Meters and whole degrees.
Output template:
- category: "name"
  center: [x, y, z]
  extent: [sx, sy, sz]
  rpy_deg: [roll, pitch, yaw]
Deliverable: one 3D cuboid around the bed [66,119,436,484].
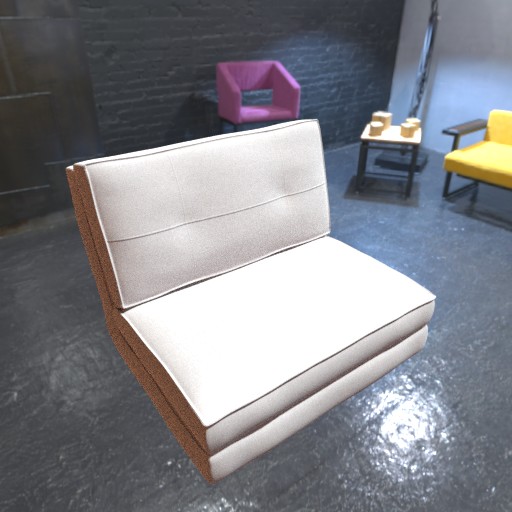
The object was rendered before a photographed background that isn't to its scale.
- category: "bed"
  center: [0.000, 0.000, 1.284]
  extent: [0.799, 0.614, 0.749]
  rpy_deg: [-20, 35, -31]
